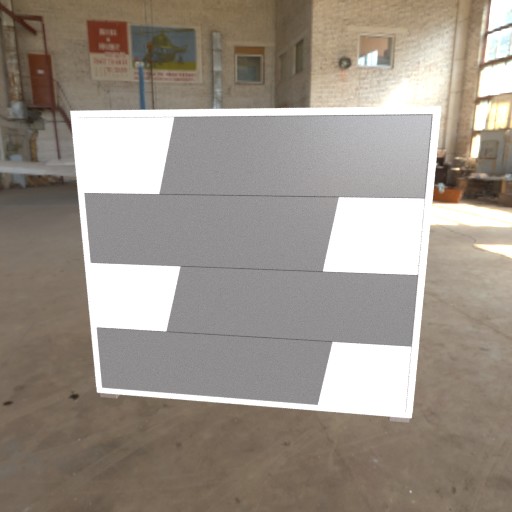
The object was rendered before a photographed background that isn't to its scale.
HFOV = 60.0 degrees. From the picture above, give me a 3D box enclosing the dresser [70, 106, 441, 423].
[{"bbox_3d":[0.000,0.000,1.638,1.100,1.000,0.460,2,14,8],"label":"dresser"}]
